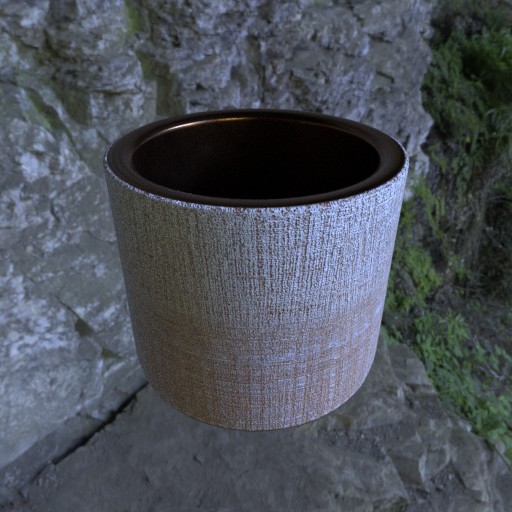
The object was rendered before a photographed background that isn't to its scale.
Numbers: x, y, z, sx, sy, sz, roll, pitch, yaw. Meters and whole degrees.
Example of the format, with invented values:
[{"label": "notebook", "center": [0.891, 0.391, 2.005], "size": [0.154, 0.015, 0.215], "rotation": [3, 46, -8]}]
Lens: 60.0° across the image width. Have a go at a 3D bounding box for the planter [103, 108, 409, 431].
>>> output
[{"label": "planter", "center": [0.000, 0.000, 0.186], "size": [0.109, 0.096, 0.109], "rotation": [0, 32, 0]}]
